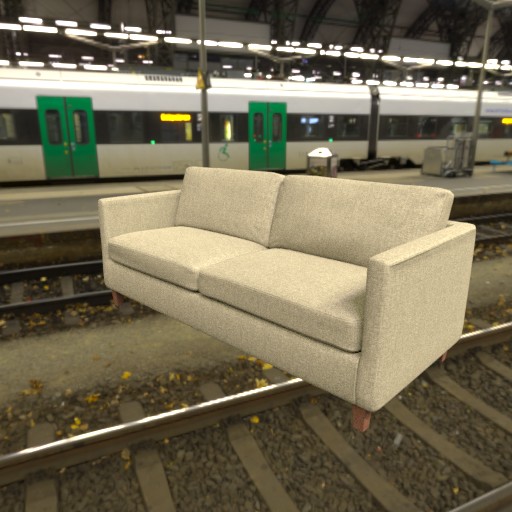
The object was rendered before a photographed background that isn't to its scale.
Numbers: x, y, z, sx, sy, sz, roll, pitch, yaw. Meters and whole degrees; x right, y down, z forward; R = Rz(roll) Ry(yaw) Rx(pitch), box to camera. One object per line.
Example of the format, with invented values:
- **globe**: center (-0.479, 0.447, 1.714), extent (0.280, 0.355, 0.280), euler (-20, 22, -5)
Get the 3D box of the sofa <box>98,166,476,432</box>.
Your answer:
- **sofa**: center (0.000, 0.000, 2.700), extent (2.208, 0.960, 0.956), euler (15, 21, 42)
